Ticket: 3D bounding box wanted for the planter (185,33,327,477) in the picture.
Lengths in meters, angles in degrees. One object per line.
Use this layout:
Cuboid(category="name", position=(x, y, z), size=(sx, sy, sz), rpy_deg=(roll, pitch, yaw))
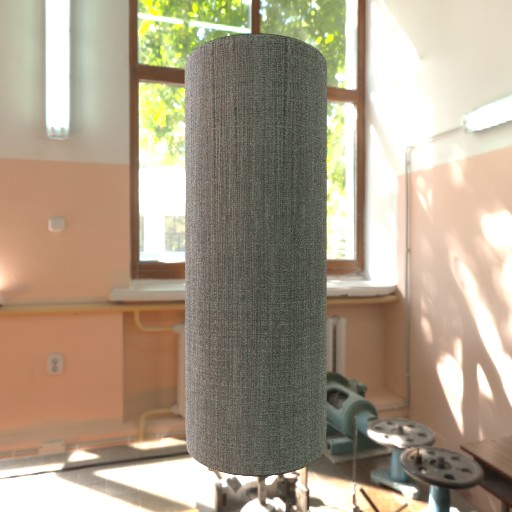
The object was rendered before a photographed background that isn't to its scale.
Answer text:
Cuboid(category="planter", position=(0.000, 0.000, 0.317), size=(0.100, 0.270, 0.100), rpy_deg=(0, 1, 18))
